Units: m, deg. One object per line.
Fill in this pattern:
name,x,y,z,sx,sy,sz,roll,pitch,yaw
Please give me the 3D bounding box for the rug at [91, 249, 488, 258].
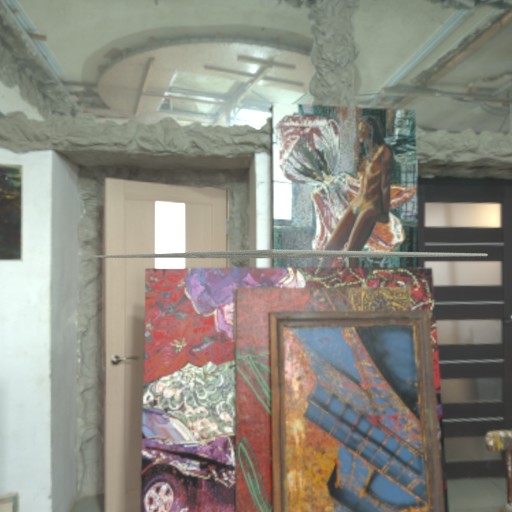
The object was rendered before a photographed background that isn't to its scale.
rug,0.000,0.000,2.940,1.526,0.014,2.290,1,-1,-36
